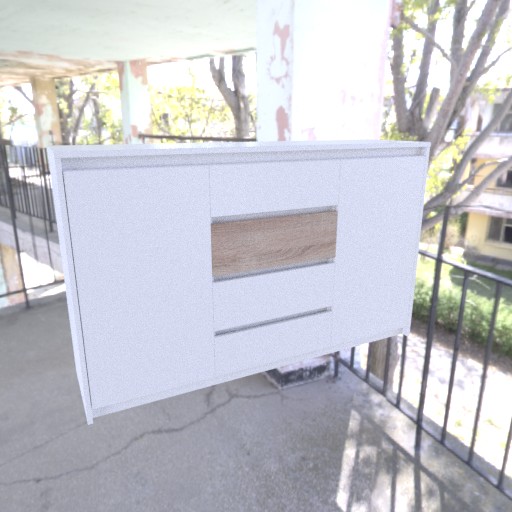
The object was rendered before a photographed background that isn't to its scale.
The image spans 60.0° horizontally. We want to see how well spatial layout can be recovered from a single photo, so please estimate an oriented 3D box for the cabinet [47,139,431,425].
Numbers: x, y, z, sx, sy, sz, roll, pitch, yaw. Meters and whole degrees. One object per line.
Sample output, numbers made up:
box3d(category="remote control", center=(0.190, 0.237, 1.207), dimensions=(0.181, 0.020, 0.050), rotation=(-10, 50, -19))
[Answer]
box3d(category="cabinet", center=(0.000, 0.000, 1.832), dimensions=(1.450, 0.900, 0.380), rotation=(-8, 18, -26))
